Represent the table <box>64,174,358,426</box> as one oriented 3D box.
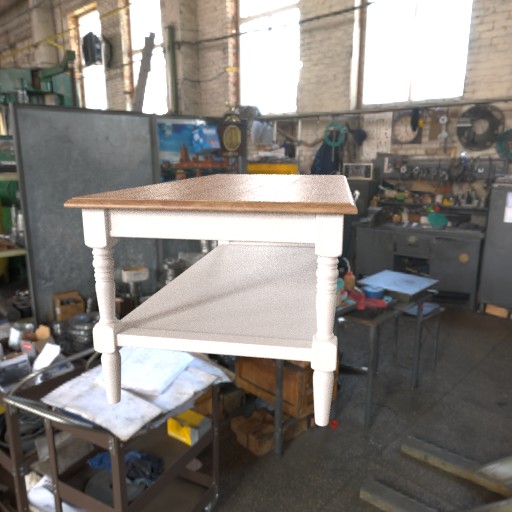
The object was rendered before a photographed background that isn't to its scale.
[{"bbox_3d":[0.000,0.000,1.397,0.559,0.458,1.118,2,13,10],"label":"table"}]
